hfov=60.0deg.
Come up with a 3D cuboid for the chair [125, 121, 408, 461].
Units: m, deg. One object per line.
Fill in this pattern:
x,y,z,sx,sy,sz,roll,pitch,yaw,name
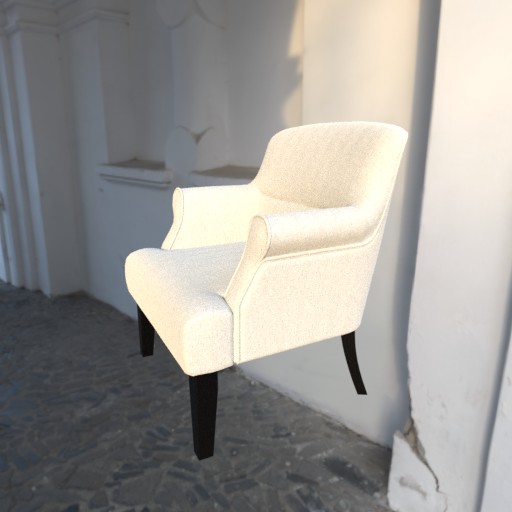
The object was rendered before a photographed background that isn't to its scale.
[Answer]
0.000,0.000,1.497,0.750,0.875,0.781,-7,17,-26,chair
